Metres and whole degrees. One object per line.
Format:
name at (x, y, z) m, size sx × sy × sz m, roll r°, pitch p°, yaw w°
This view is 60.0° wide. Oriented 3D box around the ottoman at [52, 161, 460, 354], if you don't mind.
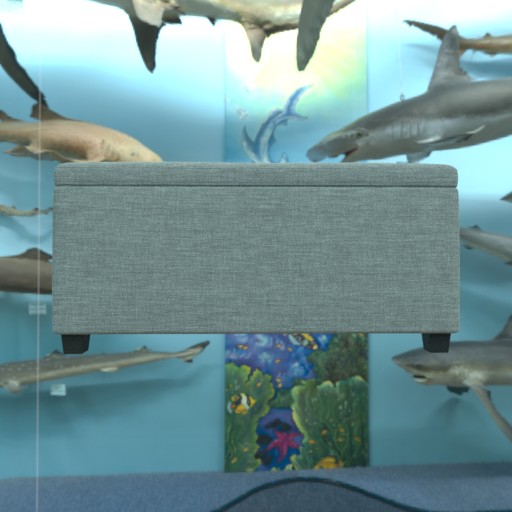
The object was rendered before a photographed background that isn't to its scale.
ottoman at (0.000, 0.000, 1.150) m, size 0.902 × 0.432 × 0.419 m, roll 0°, pitch -1°, yaw -1°
